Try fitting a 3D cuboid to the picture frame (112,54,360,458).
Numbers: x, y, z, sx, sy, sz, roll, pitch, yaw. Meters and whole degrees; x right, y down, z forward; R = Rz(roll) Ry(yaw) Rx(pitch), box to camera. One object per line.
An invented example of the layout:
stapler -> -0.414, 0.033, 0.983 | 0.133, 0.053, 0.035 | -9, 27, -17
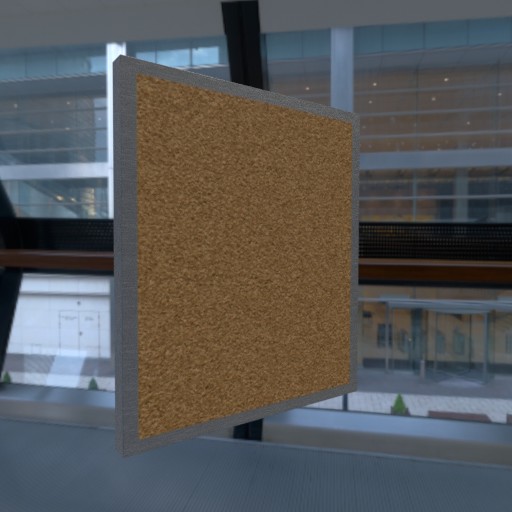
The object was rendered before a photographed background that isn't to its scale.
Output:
picture frame -> 0.000, 0.000, 0.520 | 0.327, 0.378, 0.027 | -1, 2, -36
